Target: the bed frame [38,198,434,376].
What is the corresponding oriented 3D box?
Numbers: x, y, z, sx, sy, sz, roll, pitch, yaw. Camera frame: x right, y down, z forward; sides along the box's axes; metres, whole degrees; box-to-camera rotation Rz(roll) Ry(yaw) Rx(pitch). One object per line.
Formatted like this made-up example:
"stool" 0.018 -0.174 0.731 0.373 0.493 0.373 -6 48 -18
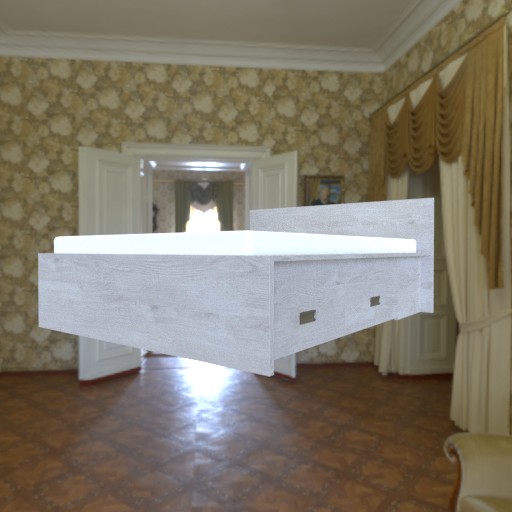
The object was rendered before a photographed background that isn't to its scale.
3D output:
"bed frame" 0.000 0.000 2.807 1.622 0.800 1.960 1 1 37
